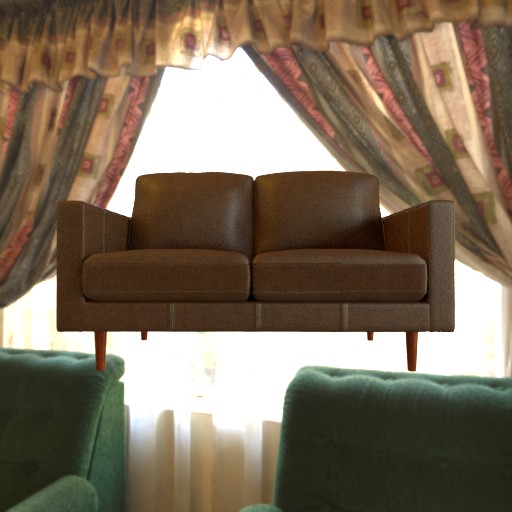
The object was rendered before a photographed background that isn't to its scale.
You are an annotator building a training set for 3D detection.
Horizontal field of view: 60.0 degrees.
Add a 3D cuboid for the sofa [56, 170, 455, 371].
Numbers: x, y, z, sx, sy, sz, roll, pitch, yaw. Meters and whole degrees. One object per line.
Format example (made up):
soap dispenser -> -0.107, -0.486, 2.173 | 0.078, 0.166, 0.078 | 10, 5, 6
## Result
sofa -> 0.000, 0.000, 2.159 | 1.578, 0.951, 0.909 | 0, -1, 1
